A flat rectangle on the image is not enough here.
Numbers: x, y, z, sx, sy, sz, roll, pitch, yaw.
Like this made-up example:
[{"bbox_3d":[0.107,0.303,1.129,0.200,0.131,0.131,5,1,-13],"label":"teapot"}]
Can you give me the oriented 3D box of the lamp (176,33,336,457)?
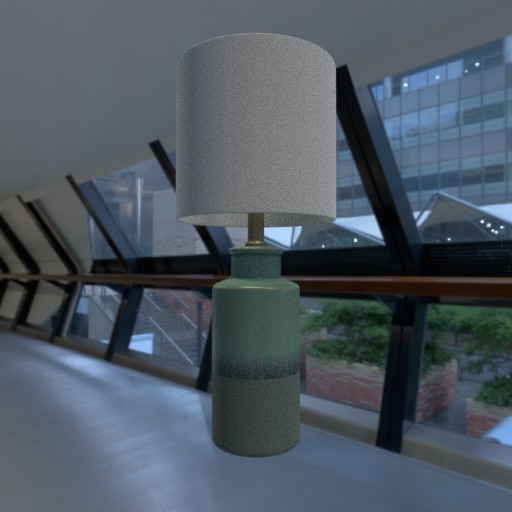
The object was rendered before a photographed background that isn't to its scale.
[{"bbox_3d":[0.000,0.000,0.594,0.212,0.493,0.212,0,-1,0],"label":"lamp"}]
